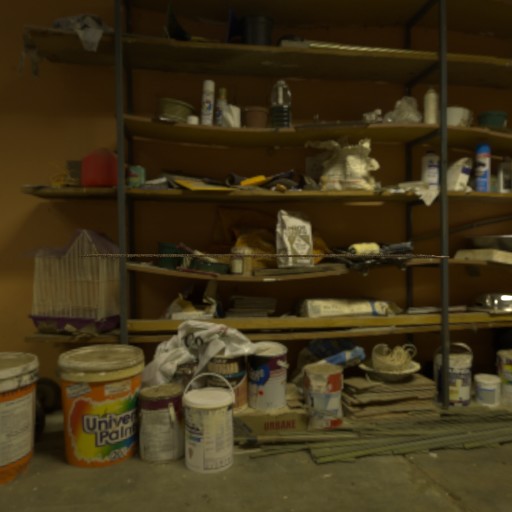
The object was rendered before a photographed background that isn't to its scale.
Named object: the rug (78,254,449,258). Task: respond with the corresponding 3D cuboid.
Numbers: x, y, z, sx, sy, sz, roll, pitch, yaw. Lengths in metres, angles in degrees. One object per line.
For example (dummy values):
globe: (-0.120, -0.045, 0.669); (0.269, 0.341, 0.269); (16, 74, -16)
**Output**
rug: (0.000, 0.000, 2.885); (2.378, 0.018, 1.324); (0, 0, 37)
